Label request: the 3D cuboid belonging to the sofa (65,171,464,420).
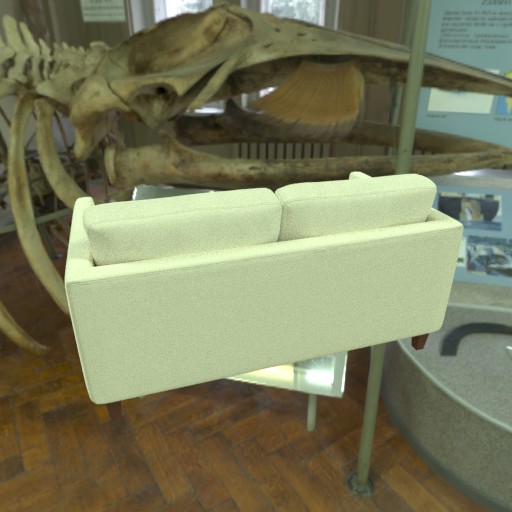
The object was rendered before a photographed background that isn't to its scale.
[{"bbox_3d":[0.000,0.000,2.252,1.702,0.888,0.964,-8,27,-16],"label":"sofa"}]
